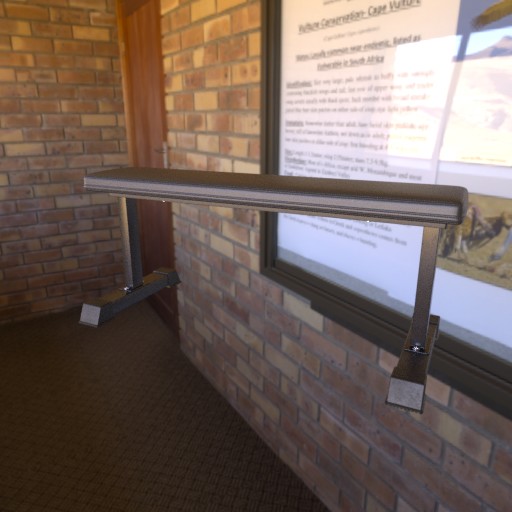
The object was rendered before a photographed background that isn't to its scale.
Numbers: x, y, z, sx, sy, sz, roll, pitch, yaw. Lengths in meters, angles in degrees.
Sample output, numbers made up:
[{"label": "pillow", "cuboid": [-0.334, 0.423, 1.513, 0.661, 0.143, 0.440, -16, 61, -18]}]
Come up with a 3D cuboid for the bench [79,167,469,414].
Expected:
[{"label": "bench", "cuboid": [0.000, 0.000, 1.287, 1.072, 0.453, 0.439, 8, 19, 25]}]
